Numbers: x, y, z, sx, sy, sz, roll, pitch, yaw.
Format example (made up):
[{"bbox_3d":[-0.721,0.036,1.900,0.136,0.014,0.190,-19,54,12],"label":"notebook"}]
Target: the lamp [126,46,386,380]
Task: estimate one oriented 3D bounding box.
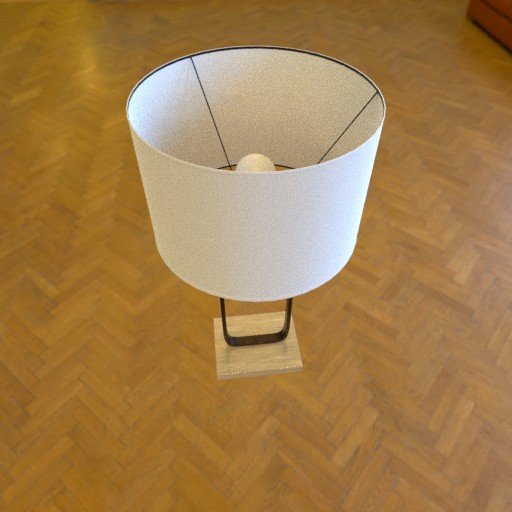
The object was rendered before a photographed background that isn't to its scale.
[{"bbox_3d":[0.000,0.000,0.670,0.279,0.508,0.279,-5,47,-5],"label":"lamp"}]
